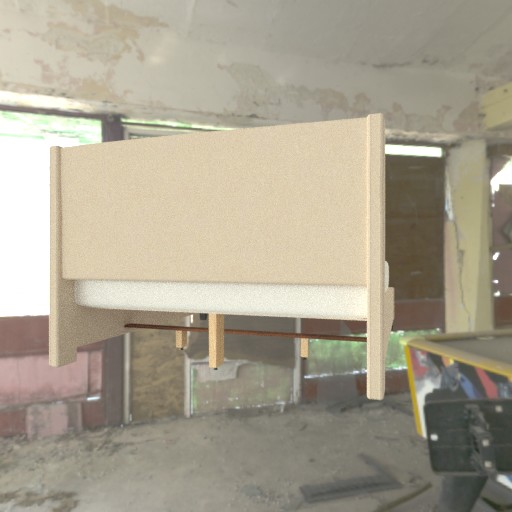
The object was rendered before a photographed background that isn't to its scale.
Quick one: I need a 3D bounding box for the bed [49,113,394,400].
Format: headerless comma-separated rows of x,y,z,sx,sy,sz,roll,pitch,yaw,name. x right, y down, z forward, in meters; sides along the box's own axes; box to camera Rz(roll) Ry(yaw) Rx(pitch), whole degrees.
0.000,0.000,3.679,2.145,1.471,2.293,0,0,19,bed
